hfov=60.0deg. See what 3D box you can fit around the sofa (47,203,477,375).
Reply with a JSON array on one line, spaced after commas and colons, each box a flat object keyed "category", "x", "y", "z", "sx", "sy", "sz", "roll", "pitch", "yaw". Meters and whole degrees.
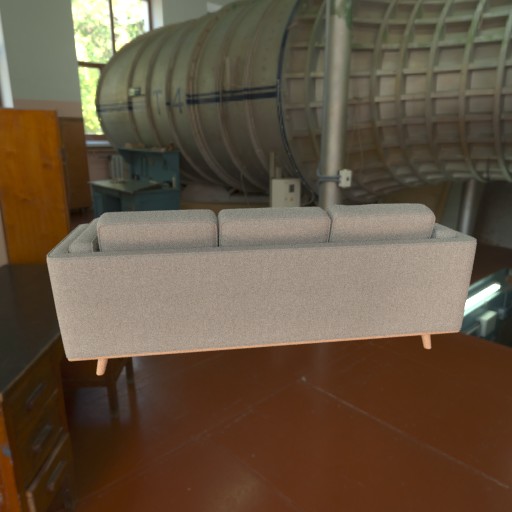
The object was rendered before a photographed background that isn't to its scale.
[{"category": "sofa", "x": 0.000, "y": 0.000, "z": 3.208, "sx": 2.411, "sy": 0.929, "sz": 1.604, "roll": -2, "pitch": 16, "yaw": -9}]
